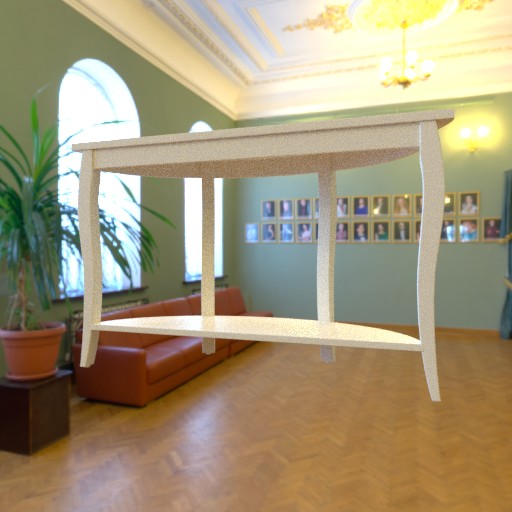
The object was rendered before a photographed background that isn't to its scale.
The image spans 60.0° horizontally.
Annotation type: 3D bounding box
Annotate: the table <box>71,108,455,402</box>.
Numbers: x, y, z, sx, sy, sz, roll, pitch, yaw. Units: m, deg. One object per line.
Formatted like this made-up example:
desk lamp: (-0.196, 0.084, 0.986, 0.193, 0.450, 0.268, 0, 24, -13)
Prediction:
table: (0.000, 0.000, 1.538, 1.219, 0.780, 0.394, 0, 1, 18)
